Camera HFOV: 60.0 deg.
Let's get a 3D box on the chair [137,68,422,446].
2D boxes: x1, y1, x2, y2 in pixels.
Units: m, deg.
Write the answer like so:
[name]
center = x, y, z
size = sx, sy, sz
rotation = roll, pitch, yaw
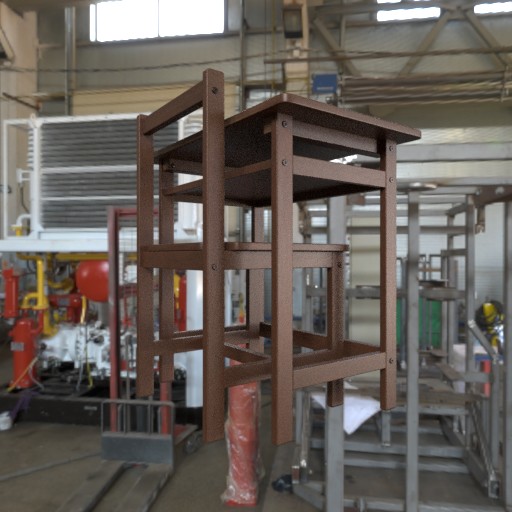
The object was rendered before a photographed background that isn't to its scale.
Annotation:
[chair]
center = 0.000, 0.000, 1.062
size = 0.463, 0.673, 0.599
rotation = 0, 0, -36
